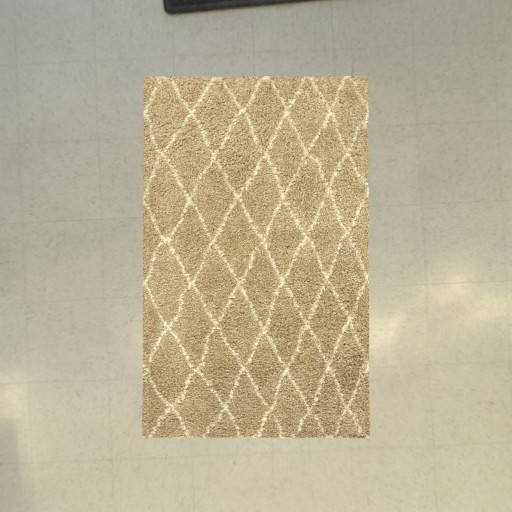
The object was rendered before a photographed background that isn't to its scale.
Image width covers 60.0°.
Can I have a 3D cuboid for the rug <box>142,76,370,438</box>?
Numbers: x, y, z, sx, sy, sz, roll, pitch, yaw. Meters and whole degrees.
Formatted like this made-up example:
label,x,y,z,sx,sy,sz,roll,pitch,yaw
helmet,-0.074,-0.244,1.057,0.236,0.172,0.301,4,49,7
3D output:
label,x,y,z,sx,sy,sz,roll,pitch,yaw
rug,0.000,0.000,2.988,1.524,0.030,2.438,0,89,0
